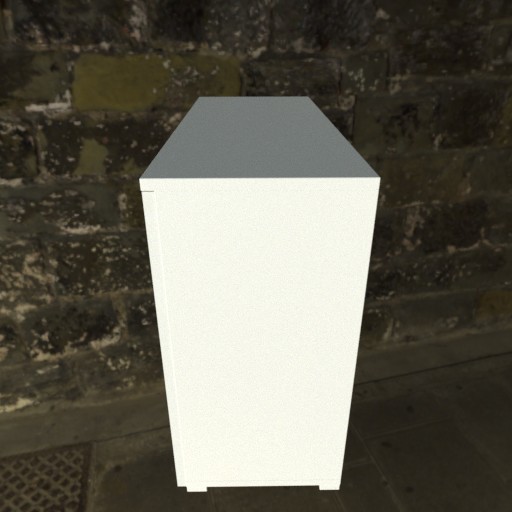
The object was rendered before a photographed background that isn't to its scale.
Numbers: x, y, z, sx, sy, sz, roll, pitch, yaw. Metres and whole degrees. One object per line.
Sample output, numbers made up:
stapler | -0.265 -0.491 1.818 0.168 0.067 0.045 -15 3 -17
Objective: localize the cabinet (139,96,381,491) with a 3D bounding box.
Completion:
cabinet | 0.000 0.000 1.361 0.400 0.800 1.000 0 27 -1
